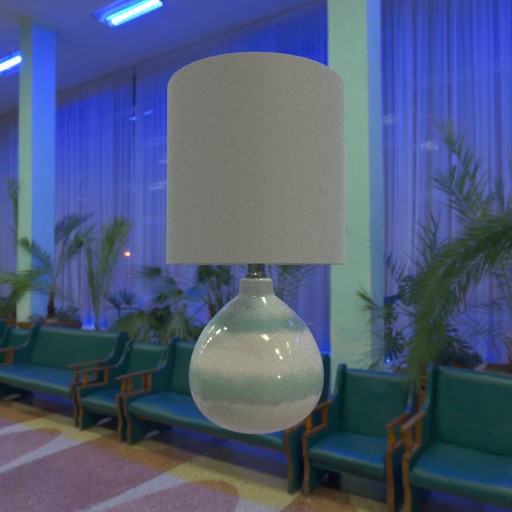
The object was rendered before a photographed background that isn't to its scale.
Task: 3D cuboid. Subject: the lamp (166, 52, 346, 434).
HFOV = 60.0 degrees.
[{"bbox_3d":[0.000,0.000,0.547,0.217,0.404,0.217,-1,-2,36],"label":"lamp"}]
